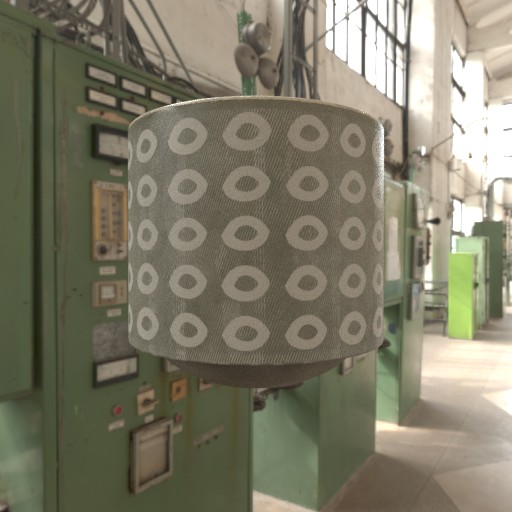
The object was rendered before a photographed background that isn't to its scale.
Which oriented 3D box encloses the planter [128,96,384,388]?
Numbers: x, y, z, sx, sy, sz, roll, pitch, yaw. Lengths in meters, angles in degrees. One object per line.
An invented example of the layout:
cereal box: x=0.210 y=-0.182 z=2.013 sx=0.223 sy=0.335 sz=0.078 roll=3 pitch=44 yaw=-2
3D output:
planter: x=0.000 y=0.000 z=0.343 sx=0.190 sy=0.181 sz=0.190 roll=0 pitch=1 yaw=0
